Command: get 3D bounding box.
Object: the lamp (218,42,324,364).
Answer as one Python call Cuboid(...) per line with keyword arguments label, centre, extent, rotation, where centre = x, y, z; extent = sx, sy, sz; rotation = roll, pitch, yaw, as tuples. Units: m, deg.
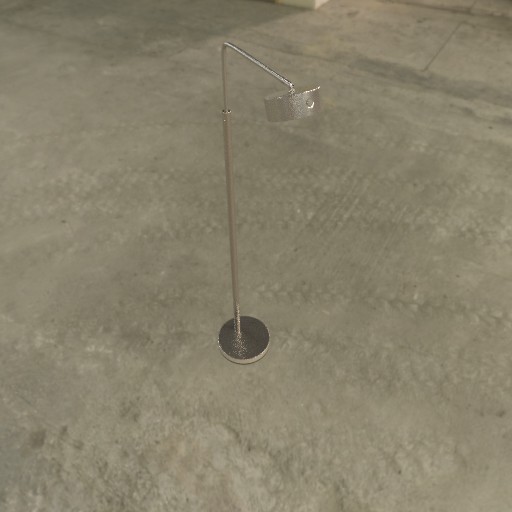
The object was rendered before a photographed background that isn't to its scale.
Cuboid(label="lamp", centre=(0.000, 0.000, 1.417), extent=(0.222, 1.250, 0.421), rotation=(-24, 50, -21))
